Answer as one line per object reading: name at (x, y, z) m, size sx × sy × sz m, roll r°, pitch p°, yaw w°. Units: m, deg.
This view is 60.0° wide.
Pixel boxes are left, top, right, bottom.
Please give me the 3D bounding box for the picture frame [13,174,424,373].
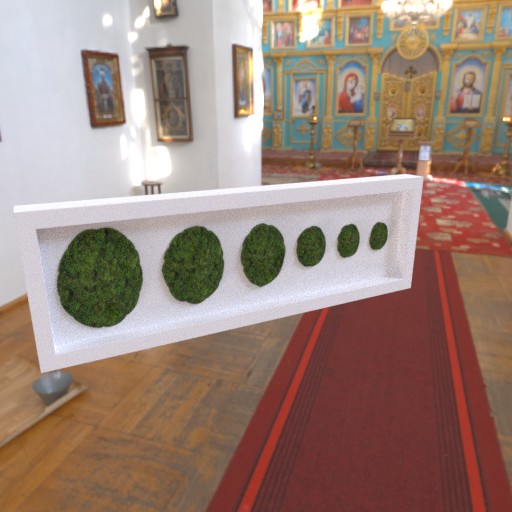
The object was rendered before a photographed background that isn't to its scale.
picture frame at (0.000, 0.000, 0.821) m, size 0.759 × 0.250 × 0.050 m, roll -9°, pitch 20°, yaw -26°
